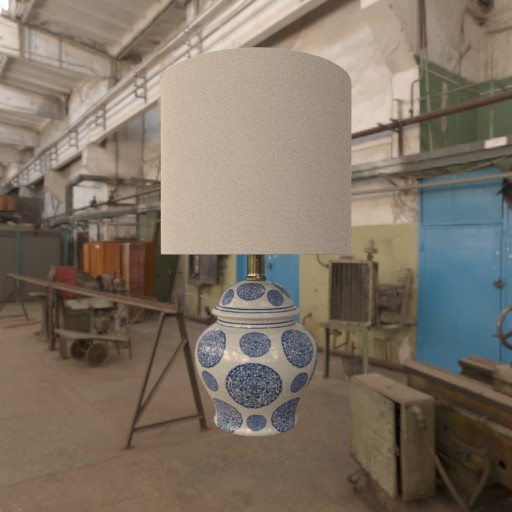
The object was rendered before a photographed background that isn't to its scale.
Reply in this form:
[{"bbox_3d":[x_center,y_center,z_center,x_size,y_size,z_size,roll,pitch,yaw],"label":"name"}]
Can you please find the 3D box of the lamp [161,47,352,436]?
[{"bbox_3d":[0.000,0.000,0.511,0.215,0.381,0.215,0,0,-34],"label":"lamp"}]
